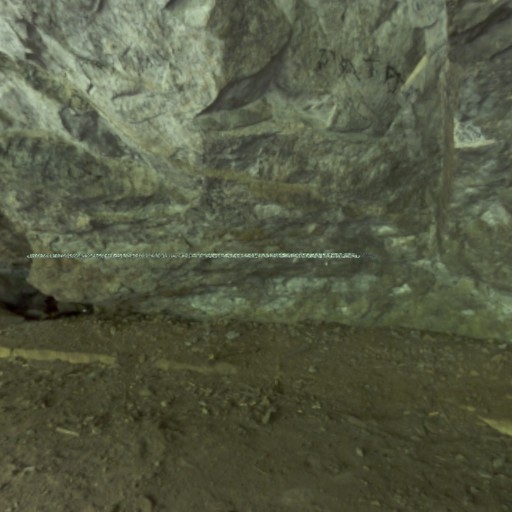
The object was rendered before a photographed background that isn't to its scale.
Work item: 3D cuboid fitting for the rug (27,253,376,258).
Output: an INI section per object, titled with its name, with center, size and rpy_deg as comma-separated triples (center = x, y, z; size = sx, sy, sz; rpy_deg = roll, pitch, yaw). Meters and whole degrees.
[rug]
center = 0.000, 0.000, 3.049
size = 1.538, 0.021, 2.443
rpy_deg = 0, 0, 17
